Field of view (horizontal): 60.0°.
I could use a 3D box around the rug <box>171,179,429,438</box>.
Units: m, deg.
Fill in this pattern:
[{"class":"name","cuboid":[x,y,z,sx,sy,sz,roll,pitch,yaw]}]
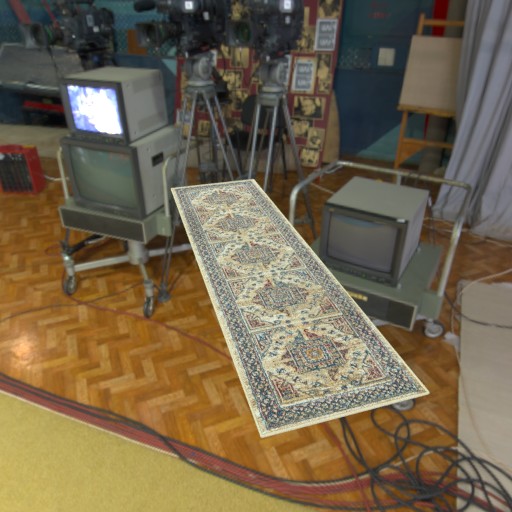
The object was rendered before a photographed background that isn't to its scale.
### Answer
[{"class":"rug","cuboid":[0.000,0.000,2.516,0.661,0.013,2.297,-9,32,-14]}]
